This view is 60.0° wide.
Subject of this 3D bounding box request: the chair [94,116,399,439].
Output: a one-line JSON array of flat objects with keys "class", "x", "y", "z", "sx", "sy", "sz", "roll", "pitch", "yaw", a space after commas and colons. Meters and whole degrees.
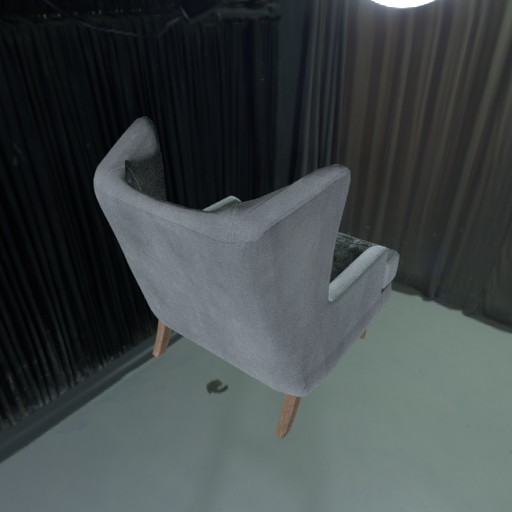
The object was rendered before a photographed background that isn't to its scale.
[{"class": "chair", "x": 0.000, "y": 0.000, "z": 1.632, "sx": 0.784, "sy": 0.950, "sz": 0.906, "roll": 22, "pitch": 38, "yaw": 31}]
